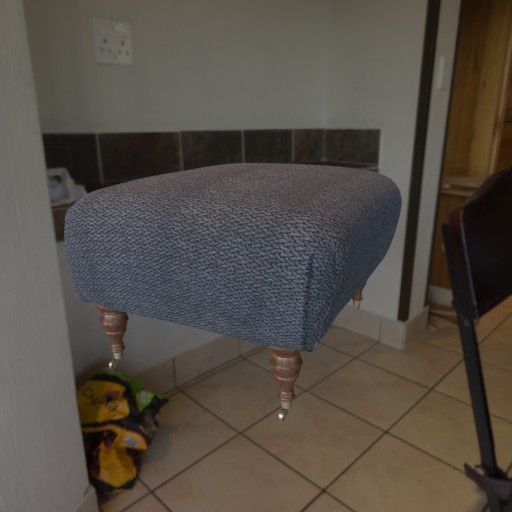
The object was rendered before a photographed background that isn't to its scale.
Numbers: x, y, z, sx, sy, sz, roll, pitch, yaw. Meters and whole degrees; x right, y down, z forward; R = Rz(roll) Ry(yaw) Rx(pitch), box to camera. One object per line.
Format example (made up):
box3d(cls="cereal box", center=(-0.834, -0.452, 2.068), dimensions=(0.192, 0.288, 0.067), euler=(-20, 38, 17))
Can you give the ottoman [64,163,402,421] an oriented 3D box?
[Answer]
box3d(cls="ottoman", center=(0.000, 0.000, 1.154), dimensions=(0.622, 0.450, 0.747), euler=(8, 18, 25))
